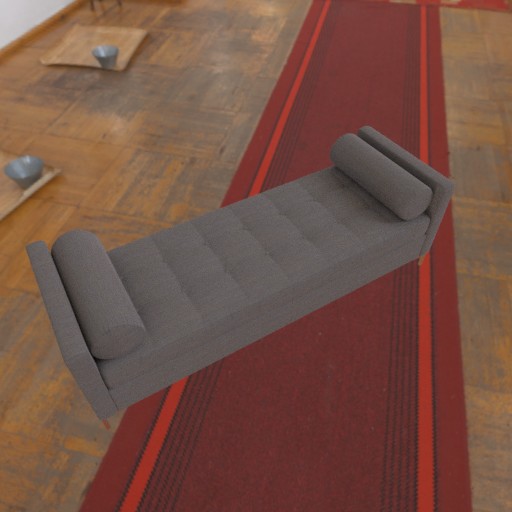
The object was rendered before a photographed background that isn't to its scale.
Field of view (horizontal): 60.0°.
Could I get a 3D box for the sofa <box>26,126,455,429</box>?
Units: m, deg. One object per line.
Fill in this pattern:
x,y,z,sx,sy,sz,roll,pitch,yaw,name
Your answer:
0.000,0.000,2.320,1.981,0.635,0.686,-24,51,-21,sofa
